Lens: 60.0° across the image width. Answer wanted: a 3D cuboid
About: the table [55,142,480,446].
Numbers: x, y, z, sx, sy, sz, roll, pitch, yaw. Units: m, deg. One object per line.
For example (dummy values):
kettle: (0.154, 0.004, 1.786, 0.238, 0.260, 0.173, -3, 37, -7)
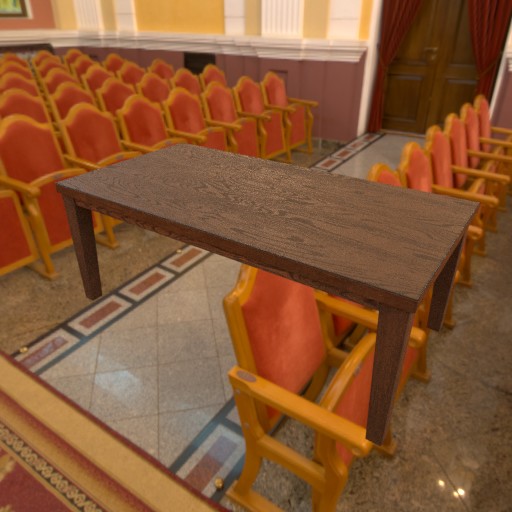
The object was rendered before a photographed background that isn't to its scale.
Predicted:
table: (0.000, 0.000, 2.493, 1.981, 0.762, 1.016, 19, 34, 30)
